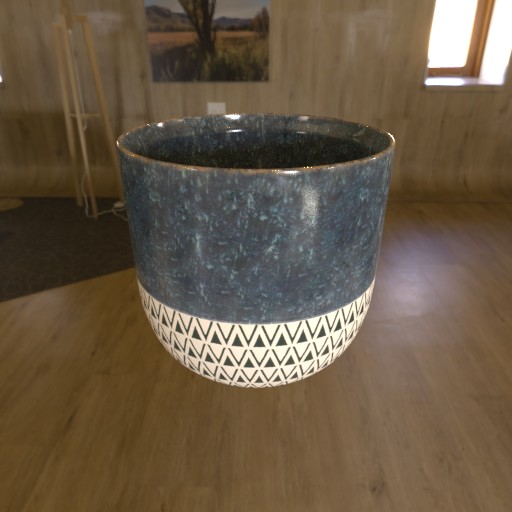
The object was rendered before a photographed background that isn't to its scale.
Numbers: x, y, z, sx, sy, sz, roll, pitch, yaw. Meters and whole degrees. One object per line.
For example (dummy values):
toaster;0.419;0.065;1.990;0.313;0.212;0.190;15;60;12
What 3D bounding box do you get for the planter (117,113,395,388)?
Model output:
planter;0.000;0.000;0.497;0.266;0.270;0.266;0;26;0
